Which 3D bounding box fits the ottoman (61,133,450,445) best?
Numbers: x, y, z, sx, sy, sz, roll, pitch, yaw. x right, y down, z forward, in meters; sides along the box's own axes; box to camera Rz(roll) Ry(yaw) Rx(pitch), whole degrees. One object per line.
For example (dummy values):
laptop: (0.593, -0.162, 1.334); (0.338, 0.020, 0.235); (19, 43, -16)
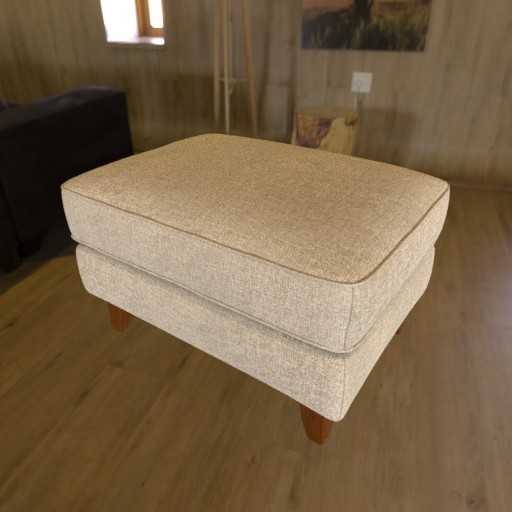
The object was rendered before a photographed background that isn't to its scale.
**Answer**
ottoman: (0.000, 0.000, 1.298); (0.889, 0.561, 0.661); (19, 35, 30)
